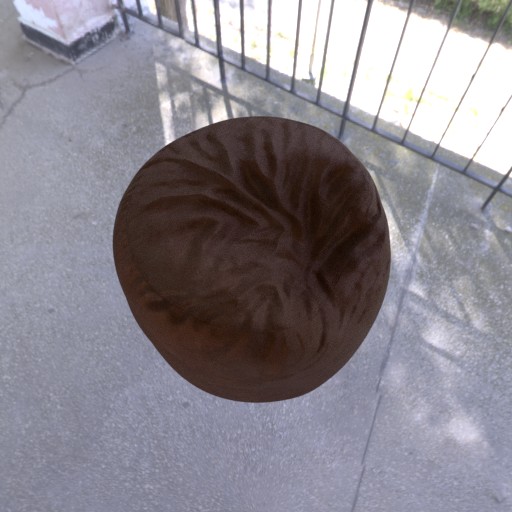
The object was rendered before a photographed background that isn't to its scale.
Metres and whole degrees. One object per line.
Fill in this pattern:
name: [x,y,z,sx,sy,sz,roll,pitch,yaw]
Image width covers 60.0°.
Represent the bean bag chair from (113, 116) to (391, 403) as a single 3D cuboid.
bean bag chair: [0.000,0.000,1.557,0.918,0.616,0.918,0,59,0]
